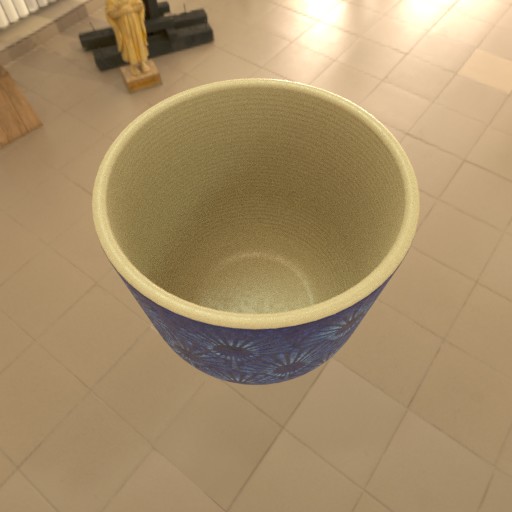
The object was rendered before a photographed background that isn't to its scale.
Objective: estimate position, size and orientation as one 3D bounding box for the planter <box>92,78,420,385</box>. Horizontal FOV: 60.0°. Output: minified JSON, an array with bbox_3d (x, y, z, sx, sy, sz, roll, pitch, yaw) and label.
[{"bbox_3d":[0.000,0.000,0.296,0.170,0.153,0.170,0,57,0],"label":"planter"}]
